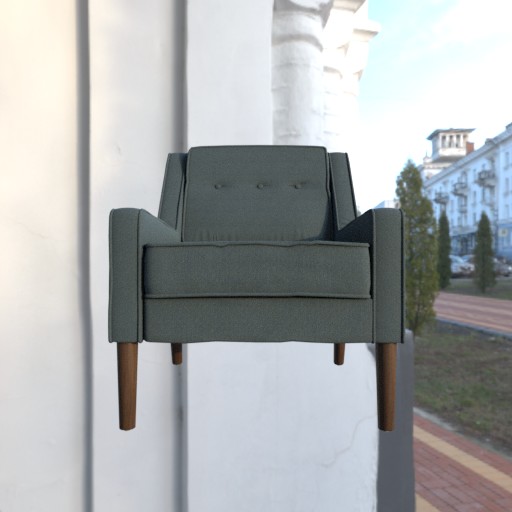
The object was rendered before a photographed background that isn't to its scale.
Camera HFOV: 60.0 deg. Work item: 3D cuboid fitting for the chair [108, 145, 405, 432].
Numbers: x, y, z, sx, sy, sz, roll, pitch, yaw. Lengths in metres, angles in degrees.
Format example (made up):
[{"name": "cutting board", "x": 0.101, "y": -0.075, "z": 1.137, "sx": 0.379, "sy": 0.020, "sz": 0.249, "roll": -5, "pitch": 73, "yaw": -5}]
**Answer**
[{"name": "chair", "x": 0.000, "y": 0.000, "z": 1.310, "sx": 0.663, "sy": 0.780, "sz": 0.733, "roll": 0, "pitch": 0, "yaw": 1}]
